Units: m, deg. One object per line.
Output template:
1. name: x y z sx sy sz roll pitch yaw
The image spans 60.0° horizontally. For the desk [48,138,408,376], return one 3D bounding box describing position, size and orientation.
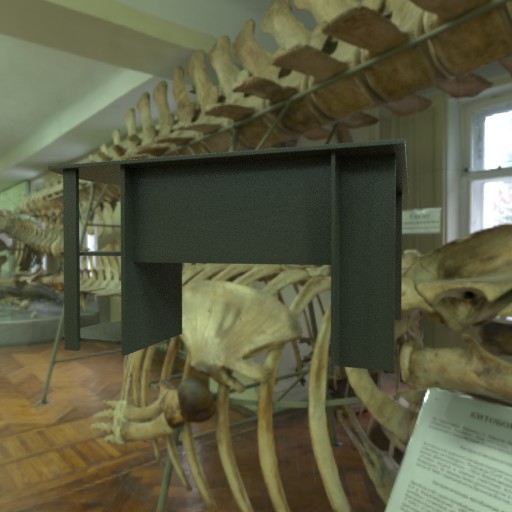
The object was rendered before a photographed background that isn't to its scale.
1. desk: 0.000 0.000 2.117 1.361 0.716 1.303 0 1 19
